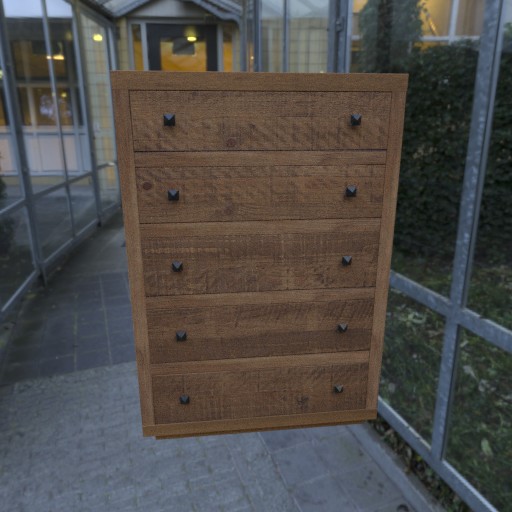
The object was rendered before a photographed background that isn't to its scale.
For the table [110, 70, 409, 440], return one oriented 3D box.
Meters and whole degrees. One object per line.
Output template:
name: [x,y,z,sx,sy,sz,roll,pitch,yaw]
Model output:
table: [0.000,0.000,1.739,0.901,1.294,0.524,-2,17,-6]
